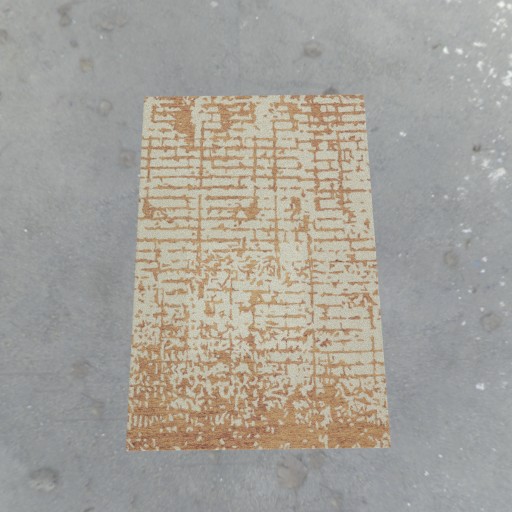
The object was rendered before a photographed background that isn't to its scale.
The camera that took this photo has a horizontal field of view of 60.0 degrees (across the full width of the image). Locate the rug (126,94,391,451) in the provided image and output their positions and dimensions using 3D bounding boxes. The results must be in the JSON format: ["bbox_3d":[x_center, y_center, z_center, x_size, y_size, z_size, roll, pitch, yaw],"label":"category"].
[{"bbox_3d":[0.000,0.000,2.251,1.219,0.011,1.829,-1,77,0],"label":"rug"}]
